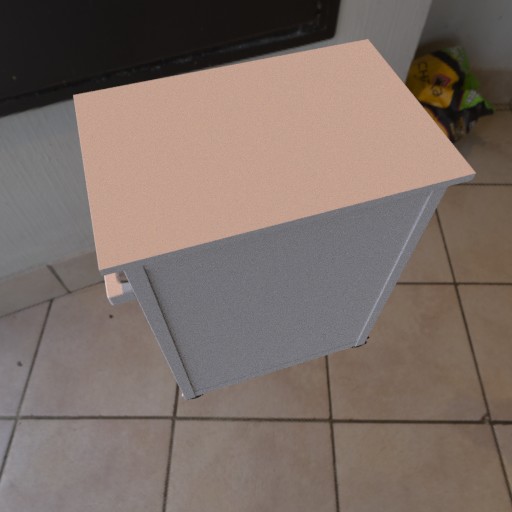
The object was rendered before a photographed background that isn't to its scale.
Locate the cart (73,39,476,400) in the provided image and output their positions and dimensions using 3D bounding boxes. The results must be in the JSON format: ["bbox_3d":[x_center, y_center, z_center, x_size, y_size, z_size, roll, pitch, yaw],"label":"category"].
[{"bbox_3d":[0.000,0.000,1.209,0.683,0.864,0.442,-15,58,-10],"label":"cart"}]
